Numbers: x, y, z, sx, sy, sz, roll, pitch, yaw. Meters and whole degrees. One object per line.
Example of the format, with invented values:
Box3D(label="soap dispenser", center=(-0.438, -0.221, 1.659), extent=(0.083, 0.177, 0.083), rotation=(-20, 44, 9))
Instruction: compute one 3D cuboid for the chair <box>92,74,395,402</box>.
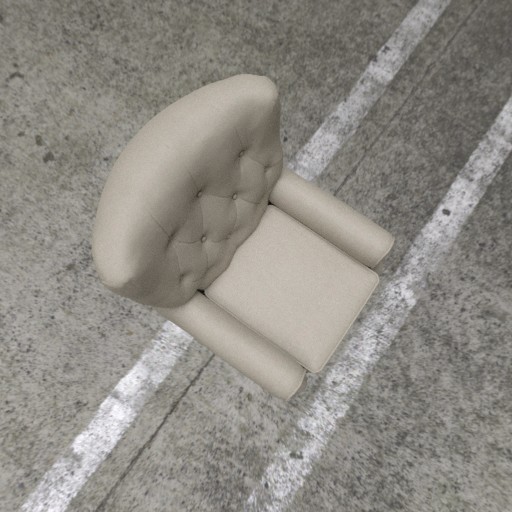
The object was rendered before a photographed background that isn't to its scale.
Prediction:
Box3D(label="chair", center=(0.000, 0.000, 1.979), extent=(1.059, 1.158, 0.943), rotation=(35, 79, 8))
